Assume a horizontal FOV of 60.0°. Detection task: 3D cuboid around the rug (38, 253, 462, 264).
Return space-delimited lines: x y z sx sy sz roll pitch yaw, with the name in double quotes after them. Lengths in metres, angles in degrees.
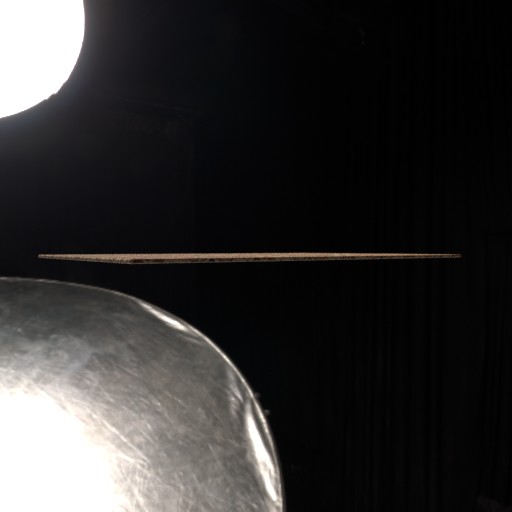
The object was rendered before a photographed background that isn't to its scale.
0.000 0.000 2.885 2.297 0.018 1.541 -1 1 -37 "rug"
